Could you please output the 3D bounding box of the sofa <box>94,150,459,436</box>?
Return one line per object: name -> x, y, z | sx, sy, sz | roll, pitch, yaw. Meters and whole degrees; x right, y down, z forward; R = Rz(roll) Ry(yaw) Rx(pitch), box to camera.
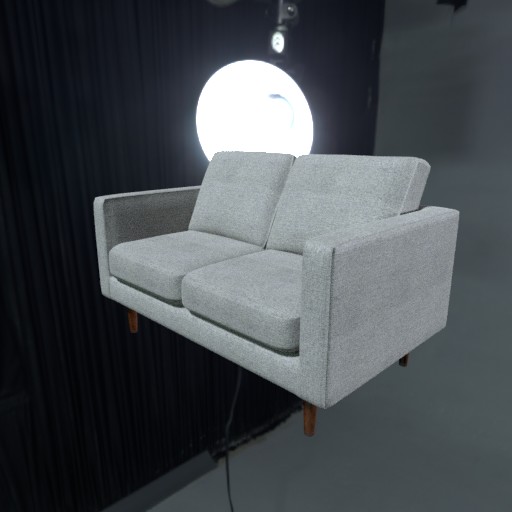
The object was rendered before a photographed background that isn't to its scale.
sofa -> 0.000, 0.000, 2.168 | 0.969, 0.973, 1.527 | -15, 21, -43
